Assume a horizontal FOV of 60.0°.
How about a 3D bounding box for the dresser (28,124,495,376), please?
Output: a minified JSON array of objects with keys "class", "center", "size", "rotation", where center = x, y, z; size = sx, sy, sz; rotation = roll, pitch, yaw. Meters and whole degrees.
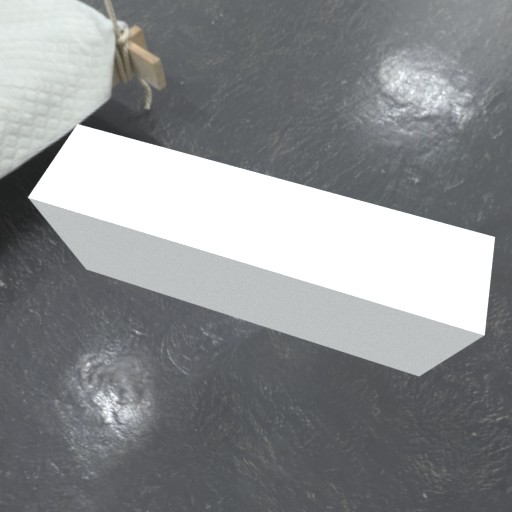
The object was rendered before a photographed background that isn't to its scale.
[{"class":"dresser","center":[0.000,0.000,2.508],"size":[2.200,0.840,0.500],"rotation":[17,65,8]}]
